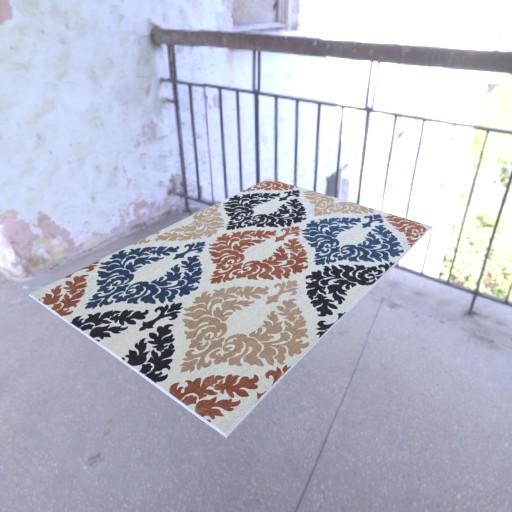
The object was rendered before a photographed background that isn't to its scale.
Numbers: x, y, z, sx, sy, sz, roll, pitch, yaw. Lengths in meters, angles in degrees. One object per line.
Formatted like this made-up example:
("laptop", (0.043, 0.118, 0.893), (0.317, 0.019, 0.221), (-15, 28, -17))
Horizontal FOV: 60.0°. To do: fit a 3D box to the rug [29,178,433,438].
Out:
("rug", (0.000, 0.000, 2.889), (1.514, 0.014, 2.275), (22, 38, 32))
